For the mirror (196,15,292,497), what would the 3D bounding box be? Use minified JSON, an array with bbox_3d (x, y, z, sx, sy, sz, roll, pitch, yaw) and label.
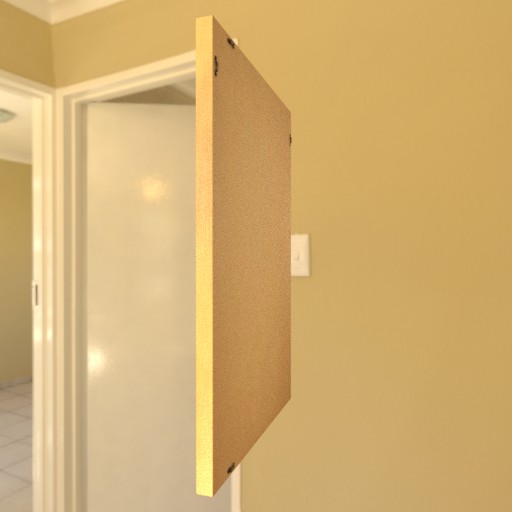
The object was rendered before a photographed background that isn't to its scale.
[{"bbox_3d":[0.000,0.000,1.134,0.040,0.915,0.609,0,0,19],"label":"mirror"}]
